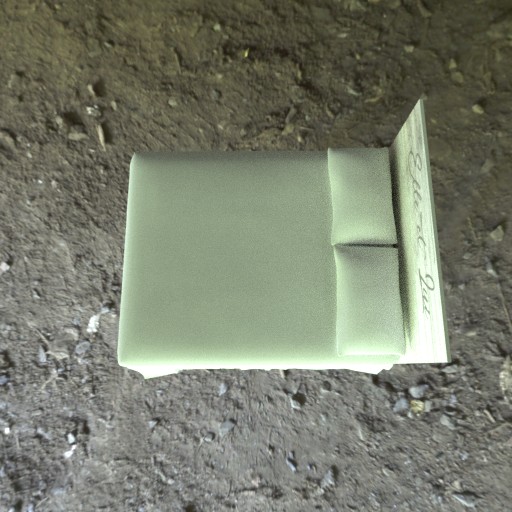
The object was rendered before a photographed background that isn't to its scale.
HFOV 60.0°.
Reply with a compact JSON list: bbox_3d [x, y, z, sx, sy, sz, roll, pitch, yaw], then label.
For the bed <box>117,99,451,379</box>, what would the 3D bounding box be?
[{"bbox_3d":[0.000,0.000,3.214,2.094,1.335,1.745,0,76,0],"label":"bed"}]
